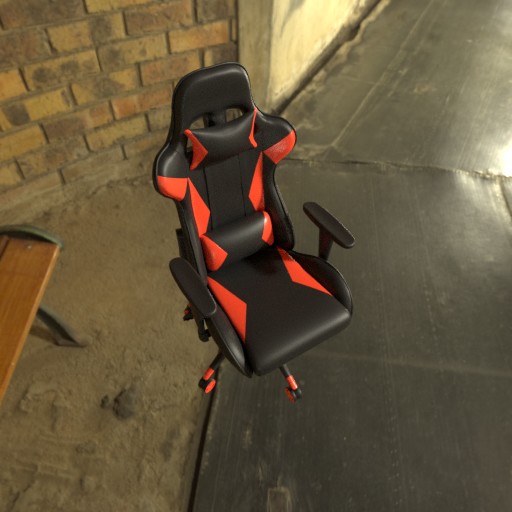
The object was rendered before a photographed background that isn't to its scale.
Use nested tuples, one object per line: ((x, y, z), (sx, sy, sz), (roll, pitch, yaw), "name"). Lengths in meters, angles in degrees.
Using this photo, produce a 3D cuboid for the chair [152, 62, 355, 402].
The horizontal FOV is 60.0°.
((0.000, 0.000, 1.721), (0.695, 1.282, 0.730), (-24, 52, -21), "chair")
